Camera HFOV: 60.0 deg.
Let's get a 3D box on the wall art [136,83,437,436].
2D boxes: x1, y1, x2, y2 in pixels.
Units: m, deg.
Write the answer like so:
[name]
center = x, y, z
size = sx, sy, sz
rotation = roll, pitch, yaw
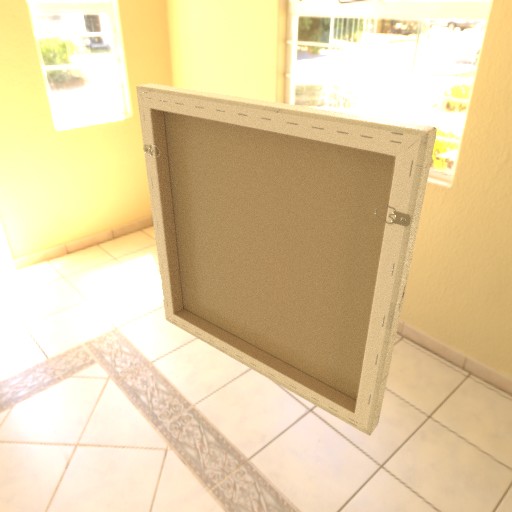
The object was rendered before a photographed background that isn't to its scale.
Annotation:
[wall art]
center = 0.000, 0.000, 0.914
size = 0.610, 0.611, 0.040
rotation = 21, 36, 32
